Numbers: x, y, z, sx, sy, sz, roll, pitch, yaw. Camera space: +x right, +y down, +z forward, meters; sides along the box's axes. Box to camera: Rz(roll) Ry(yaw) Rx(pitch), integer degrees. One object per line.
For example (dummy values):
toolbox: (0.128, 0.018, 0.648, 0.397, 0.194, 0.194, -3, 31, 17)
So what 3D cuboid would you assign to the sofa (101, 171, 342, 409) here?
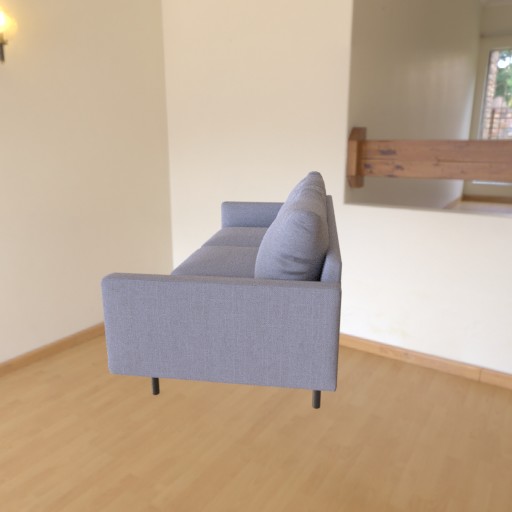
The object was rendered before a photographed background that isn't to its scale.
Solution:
sofa: (0.000, 0.000, 2.471, 0.850, 0.830, 2.000, 2, 15, 8)
